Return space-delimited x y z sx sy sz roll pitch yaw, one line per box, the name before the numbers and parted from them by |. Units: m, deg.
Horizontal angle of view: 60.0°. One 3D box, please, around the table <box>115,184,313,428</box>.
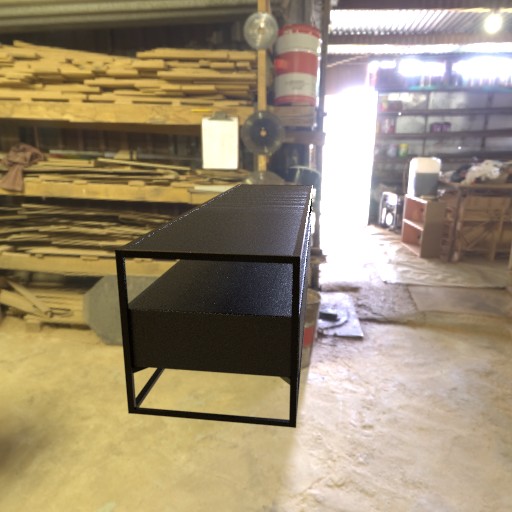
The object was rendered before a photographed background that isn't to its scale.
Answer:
table | 0.000 0.000 1.676 0.399 0.395 1.486 2 15 8
